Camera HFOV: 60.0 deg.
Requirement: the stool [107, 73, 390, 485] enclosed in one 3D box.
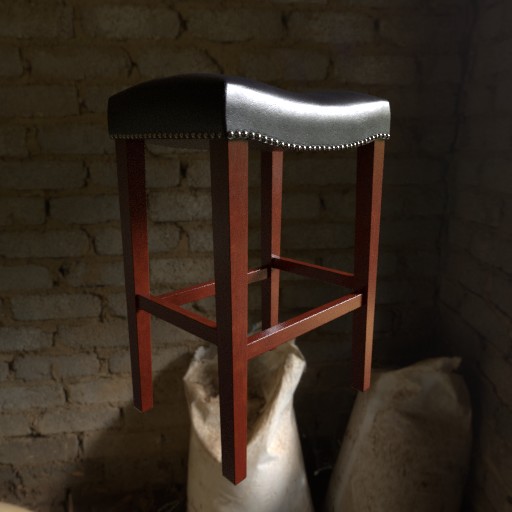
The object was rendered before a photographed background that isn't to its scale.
[{"bbox_3d":[0.000,0.000,1.027,0.372,0.742,0.504,14,20,43],"label":"stool"}]
